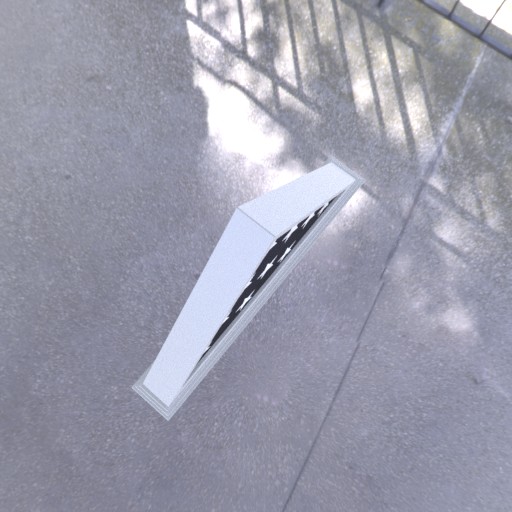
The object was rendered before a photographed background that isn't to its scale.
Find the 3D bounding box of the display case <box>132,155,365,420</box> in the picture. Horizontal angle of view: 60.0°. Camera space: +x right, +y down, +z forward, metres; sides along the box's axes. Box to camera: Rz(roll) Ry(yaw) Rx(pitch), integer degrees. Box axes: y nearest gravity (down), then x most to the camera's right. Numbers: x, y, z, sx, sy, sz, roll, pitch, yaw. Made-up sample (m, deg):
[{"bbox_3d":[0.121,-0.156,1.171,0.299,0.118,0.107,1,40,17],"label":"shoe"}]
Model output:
[{"bbox_3d":[0.000,0.000,0.753,0.095,0.340,0.640,38,78,10],"label":"display case"}]
